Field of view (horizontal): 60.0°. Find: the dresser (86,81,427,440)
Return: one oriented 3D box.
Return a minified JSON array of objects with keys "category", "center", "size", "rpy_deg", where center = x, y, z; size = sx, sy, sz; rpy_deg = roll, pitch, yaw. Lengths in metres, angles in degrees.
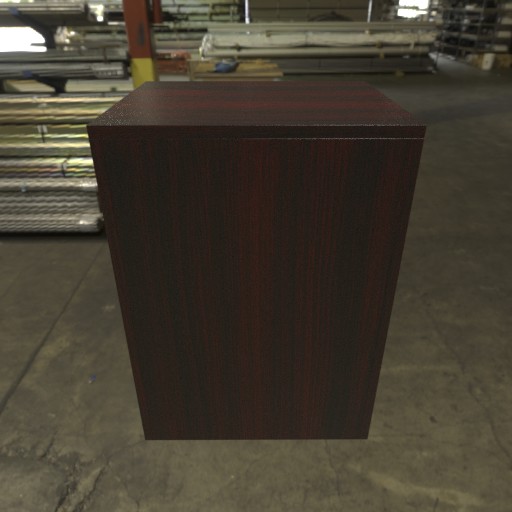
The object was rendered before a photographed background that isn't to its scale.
[{"category":"dresser","center":[0.000,0.000,0.815],"size":[0.400,0.560,0.360],"rpy_deg":[0,30,0]}]
